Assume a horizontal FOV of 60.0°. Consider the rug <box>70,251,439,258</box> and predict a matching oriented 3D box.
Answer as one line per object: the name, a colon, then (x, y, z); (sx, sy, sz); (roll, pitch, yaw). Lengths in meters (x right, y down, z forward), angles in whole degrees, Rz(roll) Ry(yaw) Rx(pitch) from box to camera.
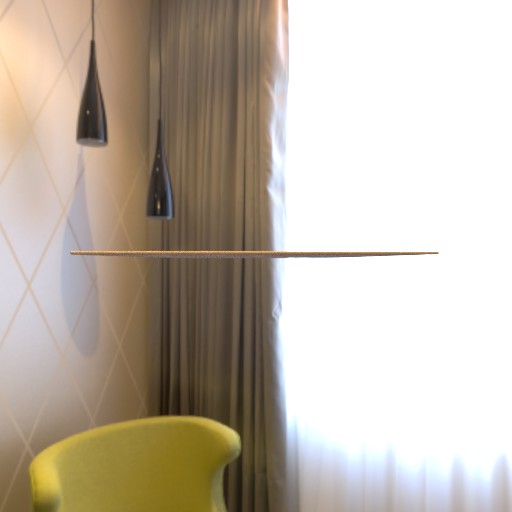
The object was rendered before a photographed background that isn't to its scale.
rug: (0.000, 0.000, 2.952); (1.526, 0.014, 2.290); (0, -1, 0)
